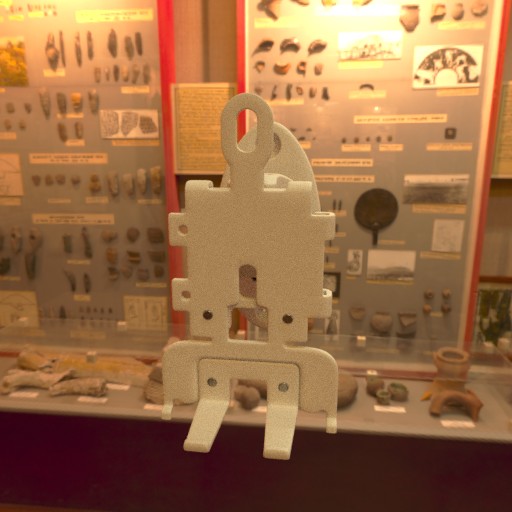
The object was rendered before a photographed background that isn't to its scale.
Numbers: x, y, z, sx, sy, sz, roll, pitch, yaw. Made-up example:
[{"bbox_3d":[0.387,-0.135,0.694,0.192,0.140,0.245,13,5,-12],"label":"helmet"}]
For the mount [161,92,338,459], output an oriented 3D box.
[{"bbox_3d":[0.000,0.000,0.177,0.066,0.118,0.100,2,14,7],"label":"mount"}]
